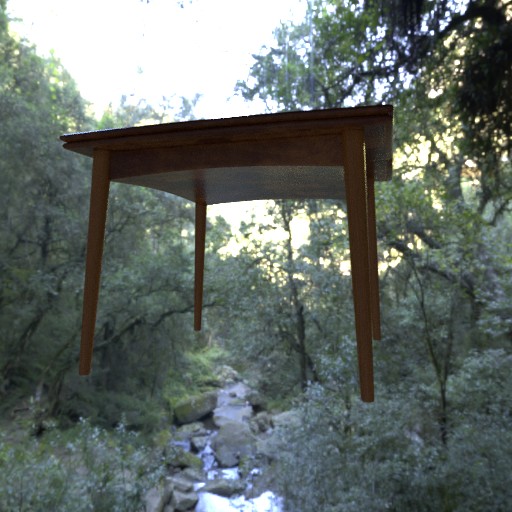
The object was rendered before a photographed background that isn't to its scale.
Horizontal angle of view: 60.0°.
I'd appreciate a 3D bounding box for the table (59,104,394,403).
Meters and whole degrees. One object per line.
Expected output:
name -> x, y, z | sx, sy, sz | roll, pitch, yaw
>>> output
table -> 0.000, 0.000, 1.677 | 0.991, 0.754, 0.991 | 0, 0, 17
